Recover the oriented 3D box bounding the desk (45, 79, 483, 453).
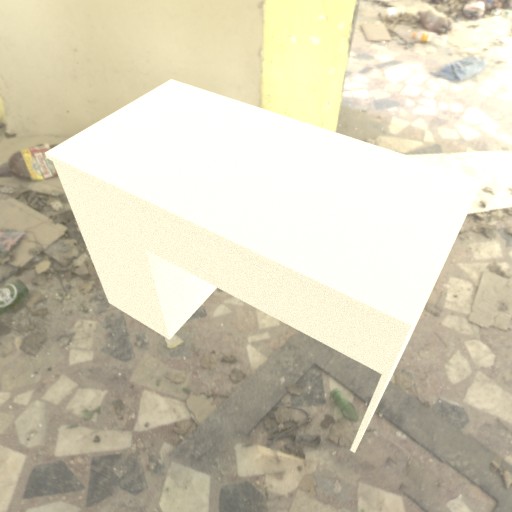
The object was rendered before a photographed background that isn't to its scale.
[{"bbox_3d":[0.000,0.000,1.507,1.097,0.735,0.560,25,52,22],"label":"desk"}]
